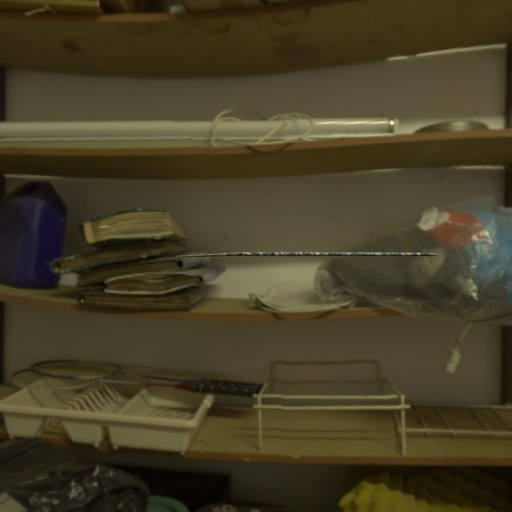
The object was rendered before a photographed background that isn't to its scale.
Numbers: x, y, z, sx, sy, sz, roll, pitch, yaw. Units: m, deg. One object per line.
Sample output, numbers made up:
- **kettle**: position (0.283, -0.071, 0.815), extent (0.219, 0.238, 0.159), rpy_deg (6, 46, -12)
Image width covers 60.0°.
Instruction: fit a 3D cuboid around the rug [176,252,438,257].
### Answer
- **rug**: position (0.000, 0.000, 2.561), extent (0.719, 0.013, 2.306), rpy_deg (0, 0, -15)
